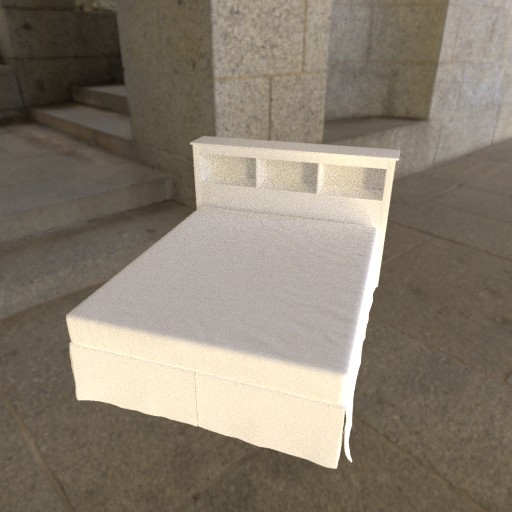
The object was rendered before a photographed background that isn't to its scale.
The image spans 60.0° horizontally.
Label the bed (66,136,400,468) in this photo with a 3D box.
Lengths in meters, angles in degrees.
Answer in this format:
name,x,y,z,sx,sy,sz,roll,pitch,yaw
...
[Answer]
name,x,y,z,sx,sy,sz,roll,pitch,yaw
bed,0.000,0.000,3.033,1.671,1.092,2.133,8,28,16
